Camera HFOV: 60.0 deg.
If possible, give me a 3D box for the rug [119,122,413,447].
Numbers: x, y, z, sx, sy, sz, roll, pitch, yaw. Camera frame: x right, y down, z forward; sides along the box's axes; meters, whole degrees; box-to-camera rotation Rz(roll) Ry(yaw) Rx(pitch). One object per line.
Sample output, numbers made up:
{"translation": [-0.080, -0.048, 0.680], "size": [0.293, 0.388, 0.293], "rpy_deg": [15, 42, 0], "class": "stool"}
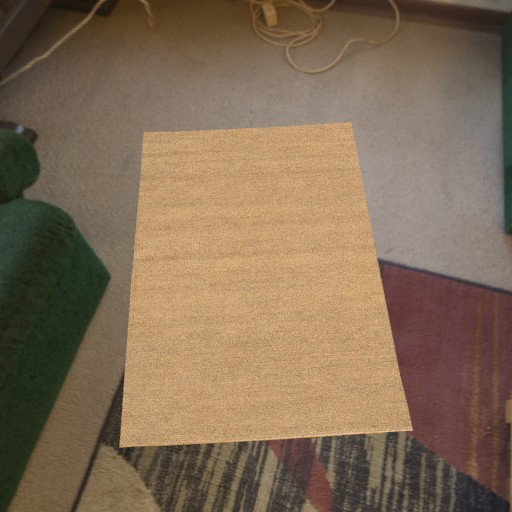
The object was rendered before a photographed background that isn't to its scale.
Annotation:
{"translation": [0.000, 0.000, 2.941], "size": [1.624, 0.030, 2.264], "rpy_deg": [-3, 63, -1], "class": "rug"}
